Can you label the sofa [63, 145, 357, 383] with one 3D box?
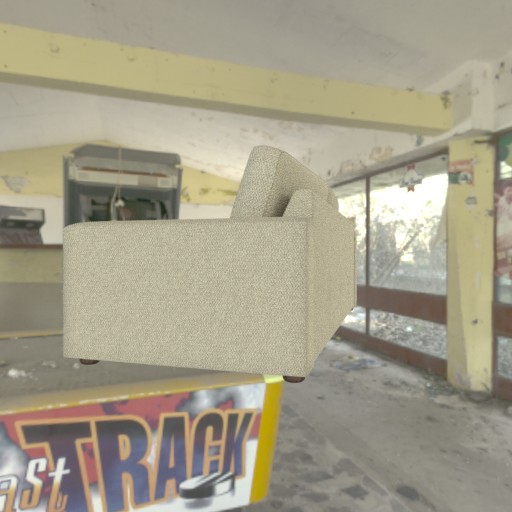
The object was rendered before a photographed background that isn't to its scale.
[{"bbox_3d":[0.000,0.000,2.643,1.016,0.873,2.179,0,0,17],"label":"sofa"}]
